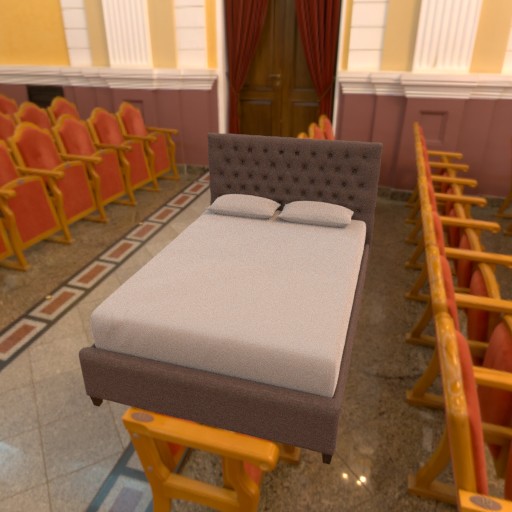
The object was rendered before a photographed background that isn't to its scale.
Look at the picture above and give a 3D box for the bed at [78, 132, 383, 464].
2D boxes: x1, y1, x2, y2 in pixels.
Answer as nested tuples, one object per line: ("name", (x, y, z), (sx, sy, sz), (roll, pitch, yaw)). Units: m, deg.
("bed", (0.000, 0.000, 3.515), (1.698, 1.427, 2.387), (8, 27, 15))
